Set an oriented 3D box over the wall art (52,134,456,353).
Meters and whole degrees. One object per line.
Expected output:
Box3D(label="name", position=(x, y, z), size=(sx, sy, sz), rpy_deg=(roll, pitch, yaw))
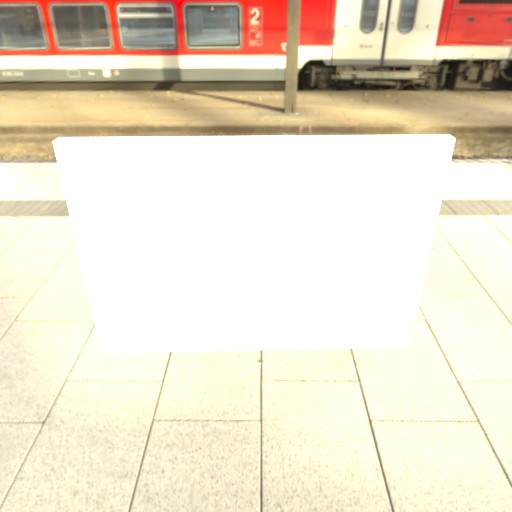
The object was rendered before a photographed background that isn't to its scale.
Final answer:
Box3D(label="wall art", position=(0.000, 0.000, 1.686), size=(1.308, 0.902, 0.051), rpy_deg=(-1, 30, -1))
